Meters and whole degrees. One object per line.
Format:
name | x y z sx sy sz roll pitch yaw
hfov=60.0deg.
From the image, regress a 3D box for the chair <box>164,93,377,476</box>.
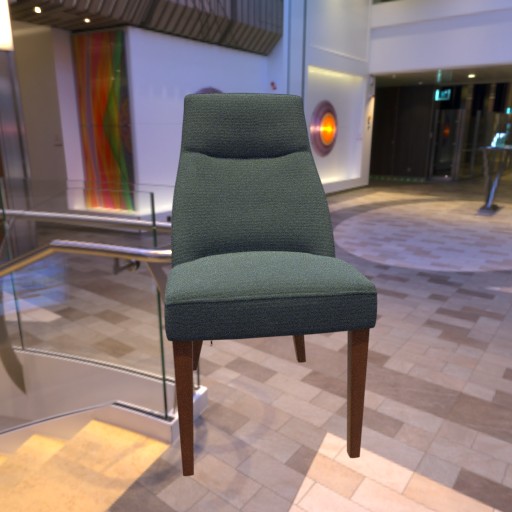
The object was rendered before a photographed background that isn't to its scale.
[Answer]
chair | 0.000 0.000 1.281 0.500 0.930 0.620 -2 16 -8
